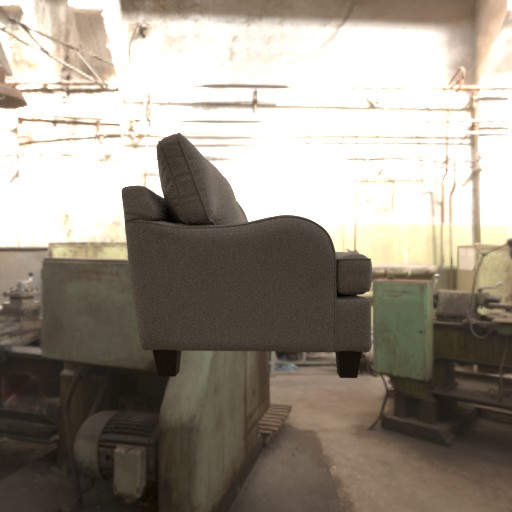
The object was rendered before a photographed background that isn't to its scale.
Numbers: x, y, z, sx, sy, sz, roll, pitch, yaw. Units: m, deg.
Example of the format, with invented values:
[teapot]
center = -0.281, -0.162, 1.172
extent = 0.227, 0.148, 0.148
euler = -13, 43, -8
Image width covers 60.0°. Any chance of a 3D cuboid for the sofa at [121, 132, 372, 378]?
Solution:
[sofa]
center = 0.000, 0.000, 2.887
extent = 1.016, 0.991, 2.323
euler = 0, 0, 2
